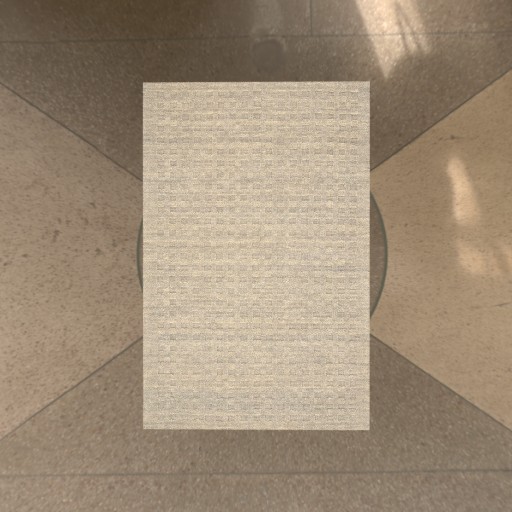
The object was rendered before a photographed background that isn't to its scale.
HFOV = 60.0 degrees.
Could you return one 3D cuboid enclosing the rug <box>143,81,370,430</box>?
[{"bbox_3d":[0.000,0.000,2.237,1.142,0.006,1.752,0,90,1],"label":"rug"}]
